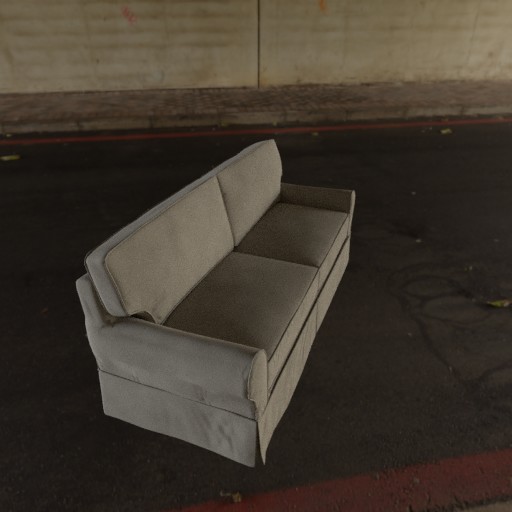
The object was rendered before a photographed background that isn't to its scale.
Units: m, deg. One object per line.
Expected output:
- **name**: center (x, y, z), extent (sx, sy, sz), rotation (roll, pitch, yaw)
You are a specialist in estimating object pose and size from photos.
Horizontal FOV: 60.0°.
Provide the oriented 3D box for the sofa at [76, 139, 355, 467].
- **sofa**: center (0.000, 0.000, 2.813), extent (0.900, 1.014, 2.246), rotation (11, 31, 19)
